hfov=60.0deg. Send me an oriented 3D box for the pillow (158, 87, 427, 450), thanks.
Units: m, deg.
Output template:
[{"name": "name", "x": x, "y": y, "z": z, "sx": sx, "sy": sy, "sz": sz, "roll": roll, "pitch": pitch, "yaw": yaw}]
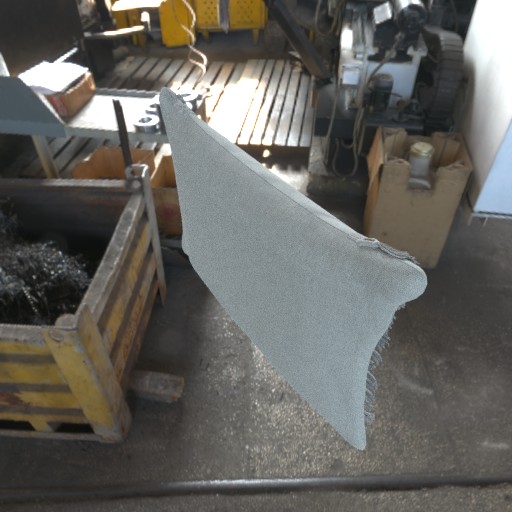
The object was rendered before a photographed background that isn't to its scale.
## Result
[{"name": "pillow", "x": 0.000, "y": 0.000, "z": 0.581, "sx": 0.084, "sy": 0.305, "sz": 0.466, "roll": -25, "pitch": 48, "yaw": -25}]
